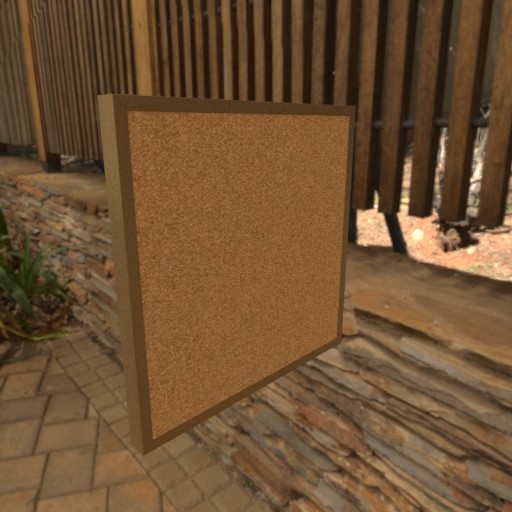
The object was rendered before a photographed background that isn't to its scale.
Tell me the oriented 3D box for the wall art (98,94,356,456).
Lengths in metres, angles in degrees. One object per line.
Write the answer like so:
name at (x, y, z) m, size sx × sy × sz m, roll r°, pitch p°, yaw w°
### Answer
wall art at (0.000, 0.000, 0.774) m, size 0.510 × 0.509 × 0.037 m, roll -16°, pitch 23°, yaw -42°
